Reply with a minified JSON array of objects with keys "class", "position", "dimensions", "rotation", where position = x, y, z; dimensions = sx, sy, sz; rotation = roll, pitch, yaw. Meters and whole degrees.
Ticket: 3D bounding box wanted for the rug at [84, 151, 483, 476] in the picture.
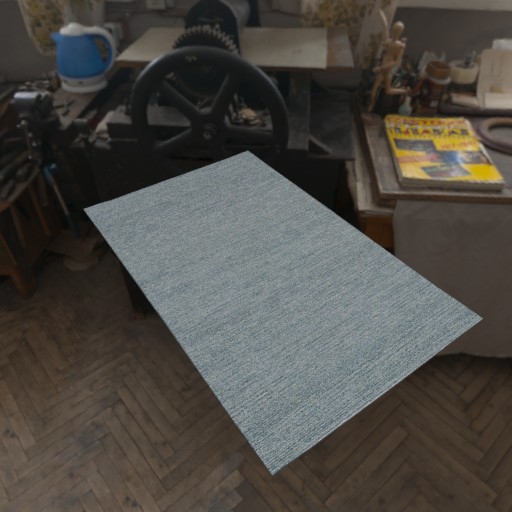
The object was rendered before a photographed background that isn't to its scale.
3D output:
[{"class":"rug","position":[0.000,0.000,2.280],"dimensions":[1.174,0.022,1.853],"rotation":[-25,48,-25]}]
